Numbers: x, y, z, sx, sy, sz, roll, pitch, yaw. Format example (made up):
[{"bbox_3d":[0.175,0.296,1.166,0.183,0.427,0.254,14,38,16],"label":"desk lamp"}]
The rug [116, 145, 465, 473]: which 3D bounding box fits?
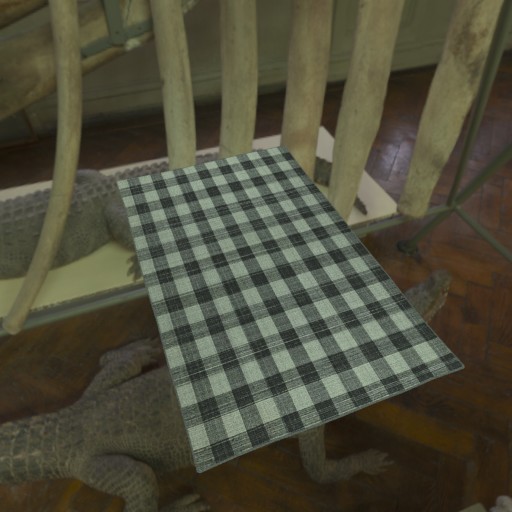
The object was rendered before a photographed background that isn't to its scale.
[{"bbox_3d":[0.000,0.000,3.089,1.554,0.011,2.476,-16,48,-15],"label":"rug"}]
